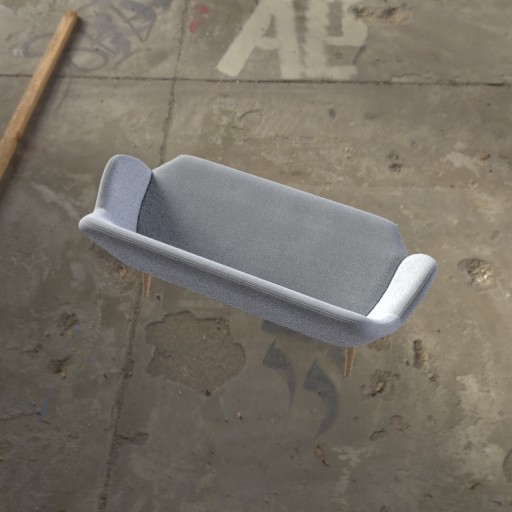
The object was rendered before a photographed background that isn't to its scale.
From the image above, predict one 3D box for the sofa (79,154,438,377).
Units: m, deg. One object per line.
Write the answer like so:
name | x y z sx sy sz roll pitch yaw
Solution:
sofa | 0.000 0.000 1.611 1.150 0.840 0.610 20 64 10
